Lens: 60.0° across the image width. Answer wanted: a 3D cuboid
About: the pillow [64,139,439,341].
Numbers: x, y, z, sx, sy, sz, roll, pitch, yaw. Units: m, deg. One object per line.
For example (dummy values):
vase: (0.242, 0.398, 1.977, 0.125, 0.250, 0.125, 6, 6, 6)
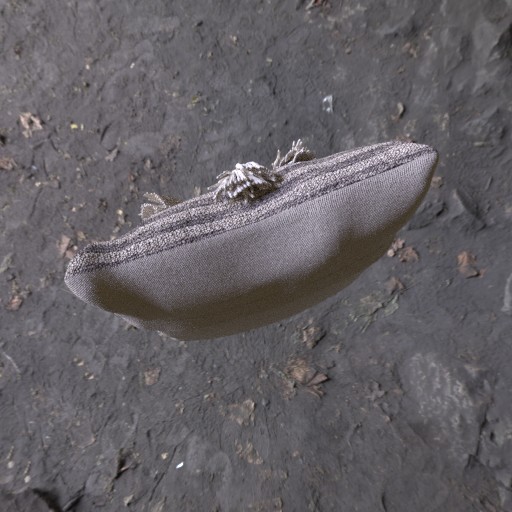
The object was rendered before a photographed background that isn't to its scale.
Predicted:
pillow: (0.000, 0.000, 0.766, 0.484, 0.490, 0.234, -19, 76, -5)
